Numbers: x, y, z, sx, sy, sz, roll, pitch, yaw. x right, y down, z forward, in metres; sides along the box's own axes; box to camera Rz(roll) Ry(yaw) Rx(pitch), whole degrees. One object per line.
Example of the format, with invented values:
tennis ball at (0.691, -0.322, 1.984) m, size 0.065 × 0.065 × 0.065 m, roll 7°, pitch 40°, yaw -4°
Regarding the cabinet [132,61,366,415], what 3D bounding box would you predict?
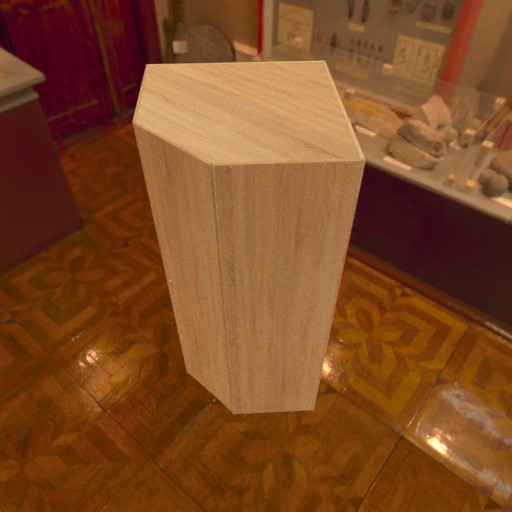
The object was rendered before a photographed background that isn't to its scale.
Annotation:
cabinet at (0.000, 0.000, 2.814) m, size 1.327 × 2.120 × 1.094 m, roll 33°, pitch 54°, yaw 28°
